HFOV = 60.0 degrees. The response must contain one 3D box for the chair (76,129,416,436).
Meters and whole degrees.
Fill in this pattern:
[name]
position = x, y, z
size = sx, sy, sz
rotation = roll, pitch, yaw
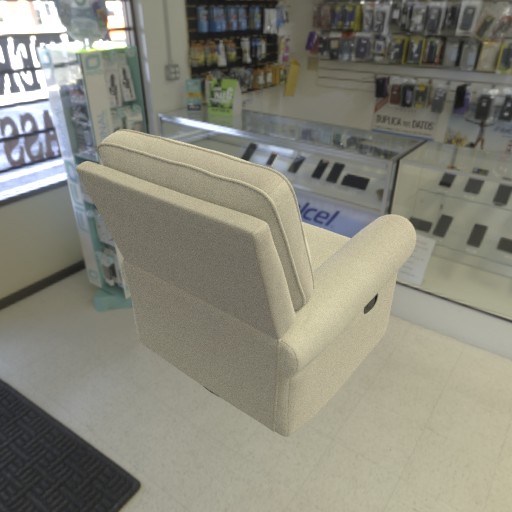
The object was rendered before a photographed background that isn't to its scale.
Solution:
[chair]
position = 0.000, 0.000, 1.634
size = 0.890, 0.960, 0.878
rotation = 22, 36, 33
